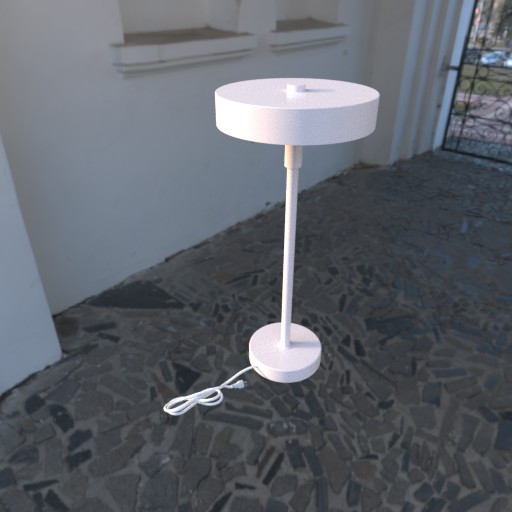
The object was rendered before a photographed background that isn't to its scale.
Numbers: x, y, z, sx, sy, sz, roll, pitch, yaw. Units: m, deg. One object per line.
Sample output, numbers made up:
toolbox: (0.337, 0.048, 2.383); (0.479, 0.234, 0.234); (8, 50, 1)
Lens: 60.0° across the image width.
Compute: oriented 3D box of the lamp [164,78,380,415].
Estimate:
lamp: (0.000, 0.000, 0.712); (0.369, 0.508, 0.229); (-20, 36, -31)
